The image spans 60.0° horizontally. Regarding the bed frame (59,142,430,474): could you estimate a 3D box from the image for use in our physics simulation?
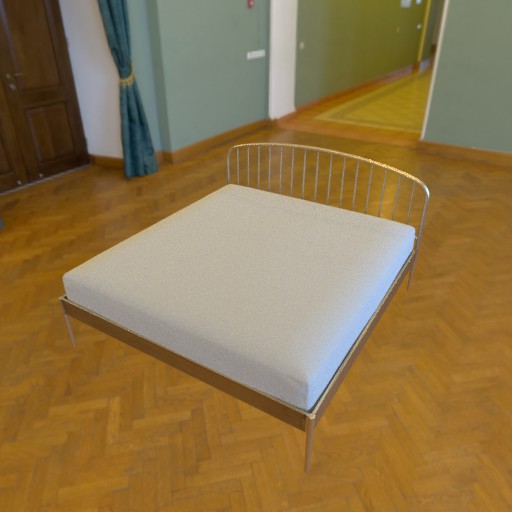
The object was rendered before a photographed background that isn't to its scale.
[{"bbox_3d":[0.000,0.000,3.447,2.016,1.174,2.152,17,35,27],"label":"bed frame"}]
